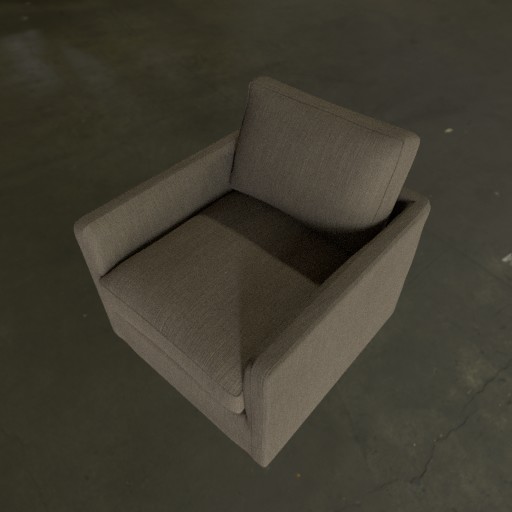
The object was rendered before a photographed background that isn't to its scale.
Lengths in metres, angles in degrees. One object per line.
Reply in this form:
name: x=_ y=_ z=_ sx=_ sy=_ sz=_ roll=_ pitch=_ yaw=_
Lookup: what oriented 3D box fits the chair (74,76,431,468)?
chair: x=0.000 y=0.000 z=1.454 sx=0.763 sy=0.811 sz=0.834 roll=32 pitch=54 yaw=27
